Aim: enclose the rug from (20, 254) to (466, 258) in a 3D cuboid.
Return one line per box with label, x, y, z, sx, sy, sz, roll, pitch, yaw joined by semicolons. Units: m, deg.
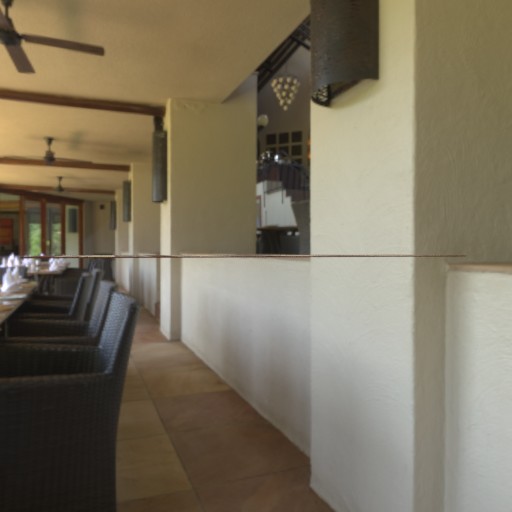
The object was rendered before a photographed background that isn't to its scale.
rug;0.000;0.000;2.697;2.437;0.006;0.792;0;1;-18
